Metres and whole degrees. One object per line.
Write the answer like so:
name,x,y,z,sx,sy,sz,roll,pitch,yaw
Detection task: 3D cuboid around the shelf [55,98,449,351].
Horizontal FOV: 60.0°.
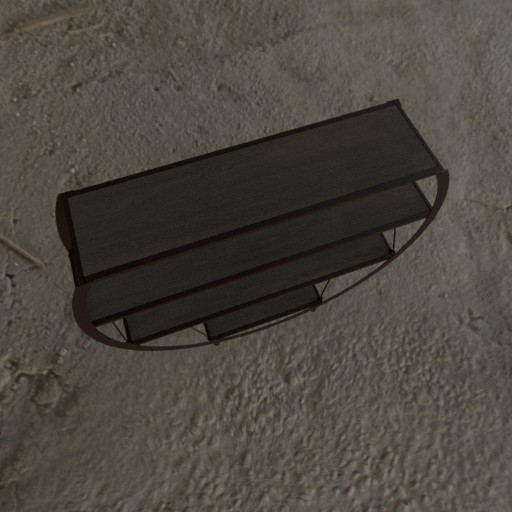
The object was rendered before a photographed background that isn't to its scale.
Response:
shelf,0.000,0.000,1.902,1.403,1.063,0.344,-18,65,-9
